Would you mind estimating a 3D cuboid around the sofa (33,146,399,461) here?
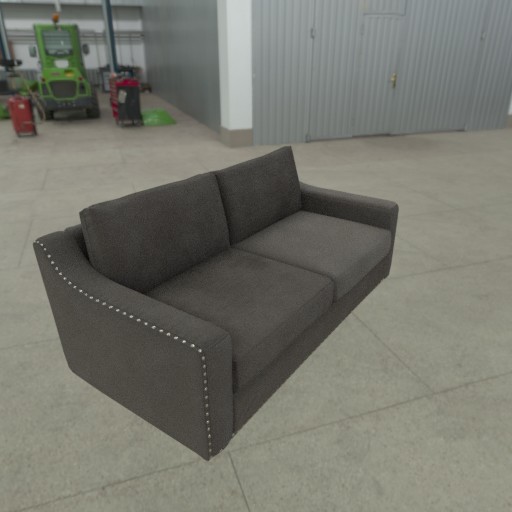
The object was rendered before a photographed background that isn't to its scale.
[{"bbox_3d":[0.000,0.000,3.281,1.336,1.196,2.550,17,30,32],"label":"sofa"}]
